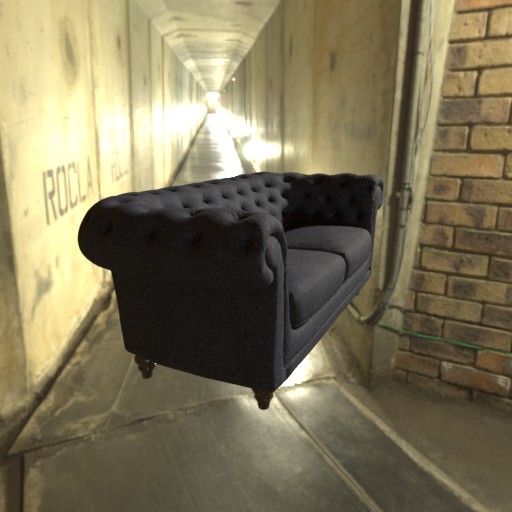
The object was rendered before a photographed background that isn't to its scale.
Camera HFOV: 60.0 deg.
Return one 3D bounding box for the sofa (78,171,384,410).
[{"bbox_3d":[0.000,0.000,2.531,1.082,0.833,1.988,8,17,26],"label":"sofa"}]
